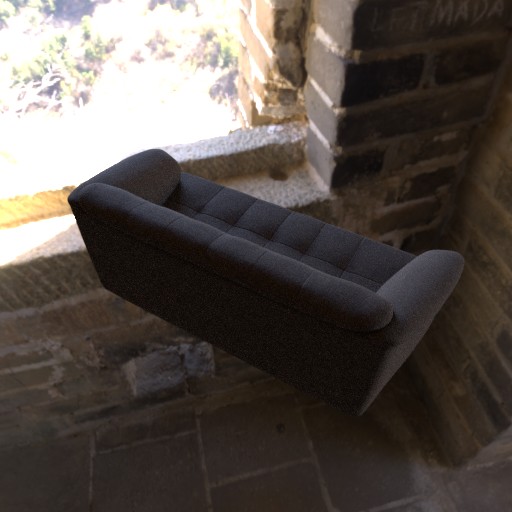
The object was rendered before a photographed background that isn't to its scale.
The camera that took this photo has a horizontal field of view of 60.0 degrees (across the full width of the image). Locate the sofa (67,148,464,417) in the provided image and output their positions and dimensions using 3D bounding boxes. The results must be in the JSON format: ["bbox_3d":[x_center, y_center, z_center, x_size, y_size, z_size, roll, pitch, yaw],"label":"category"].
[{"bbox_3d":[0.000,0.000,2.274,1.849,0.790,0.887,23,50,21],"label":"sofa"}]
